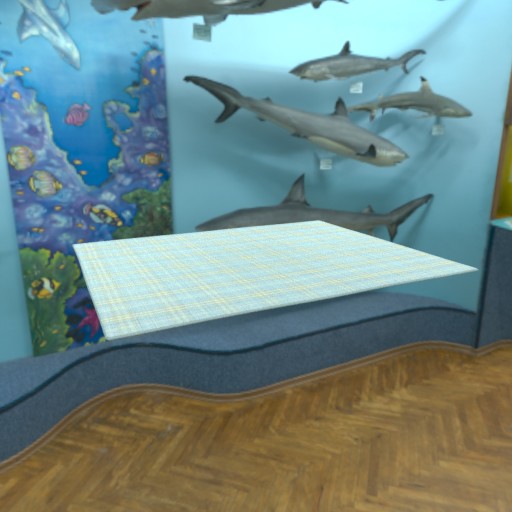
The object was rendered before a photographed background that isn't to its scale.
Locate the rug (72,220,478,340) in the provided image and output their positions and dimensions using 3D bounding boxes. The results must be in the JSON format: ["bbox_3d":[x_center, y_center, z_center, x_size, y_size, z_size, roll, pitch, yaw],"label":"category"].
[{"bbox_3d":[0.000,0.000,4.195,3.066,0.030,2.462,-7,17,-25],"label":"rug"}]
